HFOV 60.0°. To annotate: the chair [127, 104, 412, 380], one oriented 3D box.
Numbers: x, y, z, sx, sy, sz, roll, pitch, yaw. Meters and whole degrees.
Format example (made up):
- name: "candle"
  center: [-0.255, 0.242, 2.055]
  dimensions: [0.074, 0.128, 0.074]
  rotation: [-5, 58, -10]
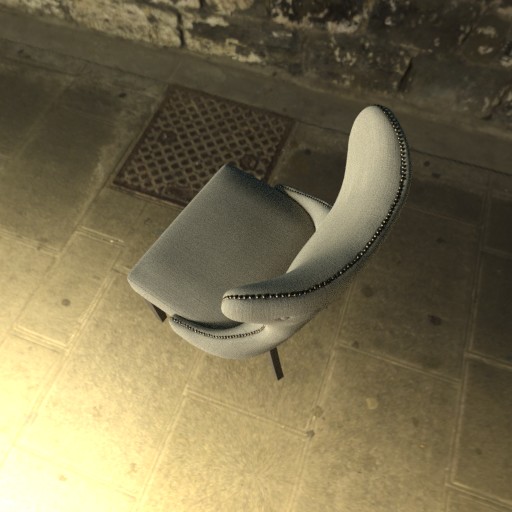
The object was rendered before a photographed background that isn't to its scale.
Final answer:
- name: "chair"
  center: [0.000, 0.000, 1.366]
  dimensions: [0.635, 0.967, 0.628]
  rotation: [31, 68, 14]
